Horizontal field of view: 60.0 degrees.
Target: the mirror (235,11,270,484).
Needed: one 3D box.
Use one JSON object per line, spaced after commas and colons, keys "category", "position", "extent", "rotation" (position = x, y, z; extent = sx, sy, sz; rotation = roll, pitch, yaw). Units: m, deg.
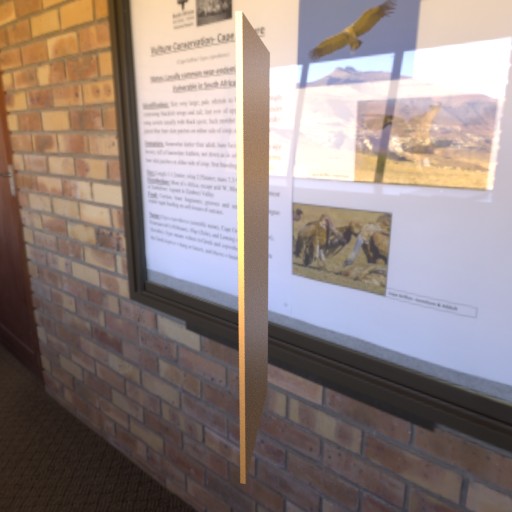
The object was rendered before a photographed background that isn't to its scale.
{"category": "mirror", "position": [0.000, 0.000, 2.240], "extent": [0.025, 2.031, 0.812], "rotation": [2, 15, 9]}
